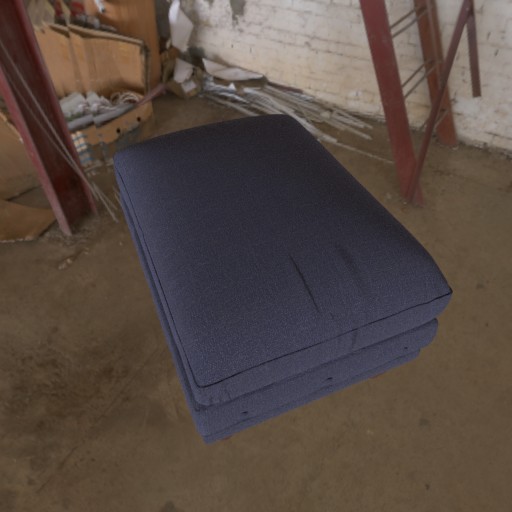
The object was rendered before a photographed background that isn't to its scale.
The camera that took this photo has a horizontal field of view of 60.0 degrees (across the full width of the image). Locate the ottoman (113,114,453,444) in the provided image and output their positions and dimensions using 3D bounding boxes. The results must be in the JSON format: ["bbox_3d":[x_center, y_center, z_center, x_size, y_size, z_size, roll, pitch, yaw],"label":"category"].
[{"bbox_3d":[0.000,0.000,1.143,0.558,0.486,0.767,-17,48,-16],"label":"ottoman"}]
